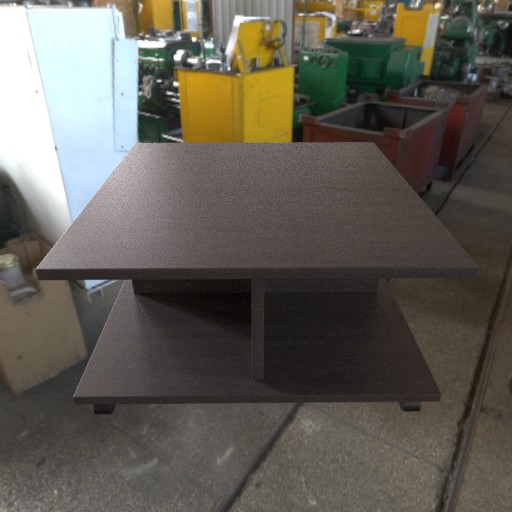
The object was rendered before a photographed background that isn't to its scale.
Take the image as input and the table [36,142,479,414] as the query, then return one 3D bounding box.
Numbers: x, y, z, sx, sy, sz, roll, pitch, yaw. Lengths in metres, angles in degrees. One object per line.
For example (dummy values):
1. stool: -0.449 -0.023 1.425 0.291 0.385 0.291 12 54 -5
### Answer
1. table: 0.000 0.000 1.187 0.762 0.396 0.762 0 30 -1
